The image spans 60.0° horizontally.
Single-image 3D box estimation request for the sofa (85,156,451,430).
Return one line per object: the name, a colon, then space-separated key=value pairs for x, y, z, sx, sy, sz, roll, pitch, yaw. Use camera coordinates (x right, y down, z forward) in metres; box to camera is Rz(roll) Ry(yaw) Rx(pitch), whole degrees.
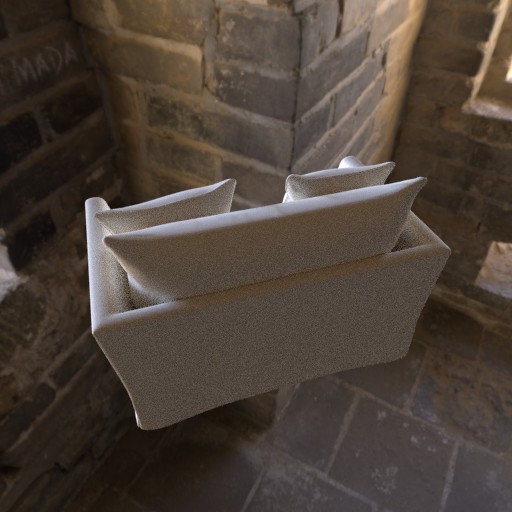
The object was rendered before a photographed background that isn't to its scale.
sofa: x=0.000 y=0.000 z=2.338 sx=1.608 sy=1.039 sz=1.026 roll=-12 pitch=42 yaw=-14
